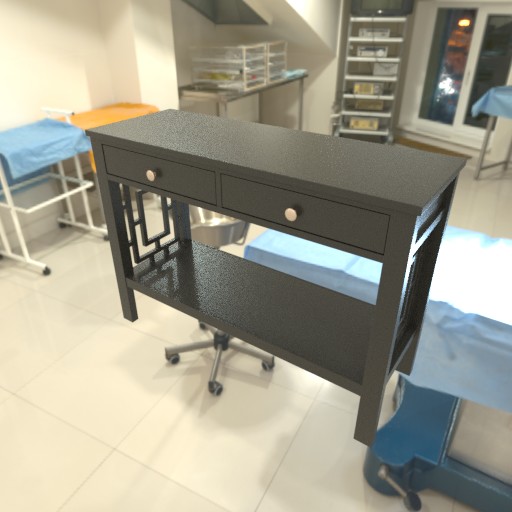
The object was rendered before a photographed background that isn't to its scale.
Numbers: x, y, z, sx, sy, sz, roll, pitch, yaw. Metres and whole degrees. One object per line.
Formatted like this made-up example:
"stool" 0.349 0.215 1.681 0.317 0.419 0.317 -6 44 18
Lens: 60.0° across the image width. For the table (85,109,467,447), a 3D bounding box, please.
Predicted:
"table" 0.000 0.000 1.467 1.068 0.753 0.397 19 35 30
